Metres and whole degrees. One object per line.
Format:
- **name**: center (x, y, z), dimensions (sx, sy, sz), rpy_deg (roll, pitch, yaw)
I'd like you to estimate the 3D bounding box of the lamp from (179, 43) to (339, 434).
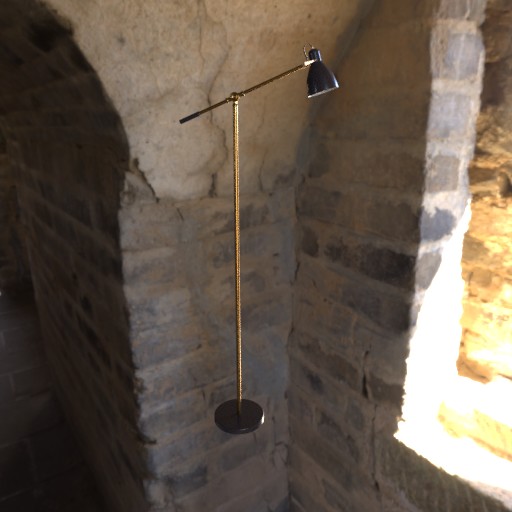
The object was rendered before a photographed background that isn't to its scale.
- **lamp**: center (0.000, 0.000, 1.874), dimensions (0.618, 1.628, 0.235), rpy_deg (3, 17, 9)
